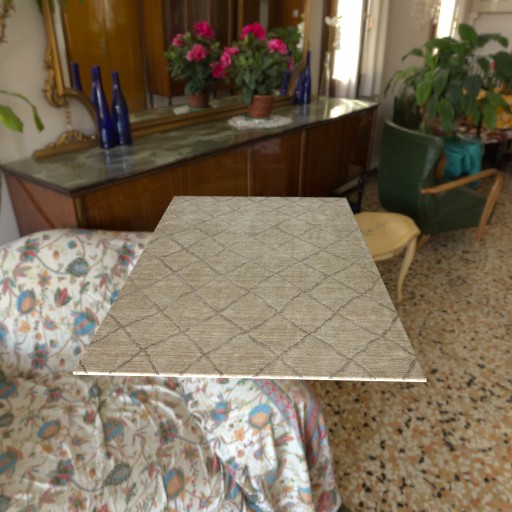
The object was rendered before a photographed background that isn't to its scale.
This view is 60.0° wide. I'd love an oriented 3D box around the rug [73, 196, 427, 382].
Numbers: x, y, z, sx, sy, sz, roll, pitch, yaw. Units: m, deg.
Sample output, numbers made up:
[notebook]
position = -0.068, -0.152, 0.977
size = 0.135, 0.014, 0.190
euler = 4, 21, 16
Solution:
[rug]
position = 0.000, 0.000, 2.915
size = 1.521, 0.015, 2.280
euler = 1, 27, 2
